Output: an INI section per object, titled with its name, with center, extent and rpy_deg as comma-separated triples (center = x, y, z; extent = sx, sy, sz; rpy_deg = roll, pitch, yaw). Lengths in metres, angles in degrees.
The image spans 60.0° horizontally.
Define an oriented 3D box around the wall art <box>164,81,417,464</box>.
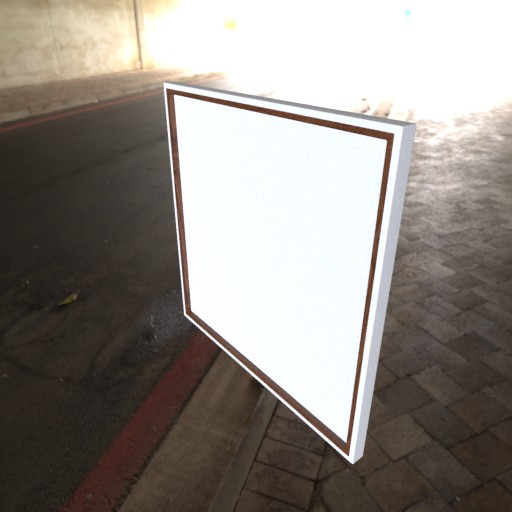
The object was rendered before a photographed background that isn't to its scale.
[wall art]
center = 0.000, 0.000, 1.484
extent = 0.049, 1.009, 1.009
rpy_deg = -20, 33, -34
